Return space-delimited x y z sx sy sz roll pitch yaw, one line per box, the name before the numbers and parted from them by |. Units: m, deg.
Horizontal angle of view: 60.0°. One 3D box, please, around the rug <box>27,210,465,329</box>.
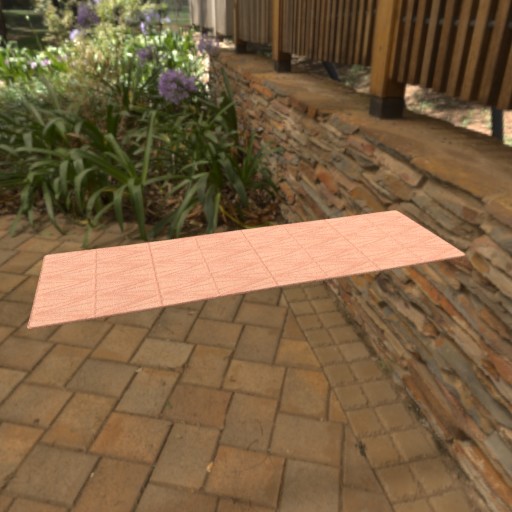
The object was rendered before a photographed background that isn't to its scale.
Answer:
rug | 0.000 0.000 2.666 2.435 0.015 0.760 -8 29 -15
